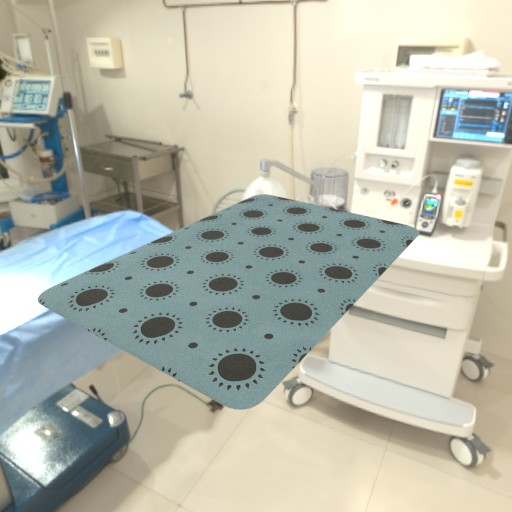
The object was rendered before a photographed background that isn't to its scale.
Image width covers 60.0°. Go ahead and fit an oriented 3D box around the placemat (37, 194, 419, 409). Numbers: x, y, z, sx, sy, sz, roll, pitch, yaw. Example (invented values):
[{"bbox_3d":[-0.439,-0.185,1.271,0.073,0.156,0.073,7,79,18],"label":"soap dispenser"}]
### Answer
[{"bbox_3d":[0.000,0.000,0.979,0.508,0.021,0.762,17,31,31],"label":"placemat"}]
